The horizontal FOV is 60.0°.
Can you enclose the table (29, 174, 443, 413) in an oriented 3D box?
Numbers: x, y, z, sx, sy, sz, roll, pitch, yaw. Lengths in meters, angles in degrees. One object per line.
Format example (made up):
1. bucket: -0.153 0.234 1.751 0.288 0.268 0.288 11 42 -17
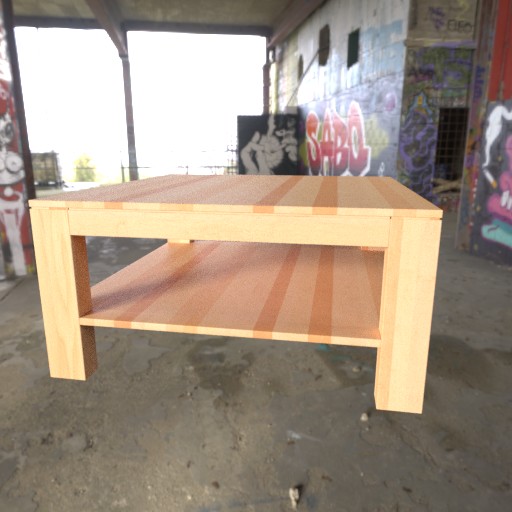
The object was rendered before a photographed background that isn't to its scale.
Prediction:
1. table: 0.000 0.000 1.424 0.900 0.450 0.900 3 14 10
